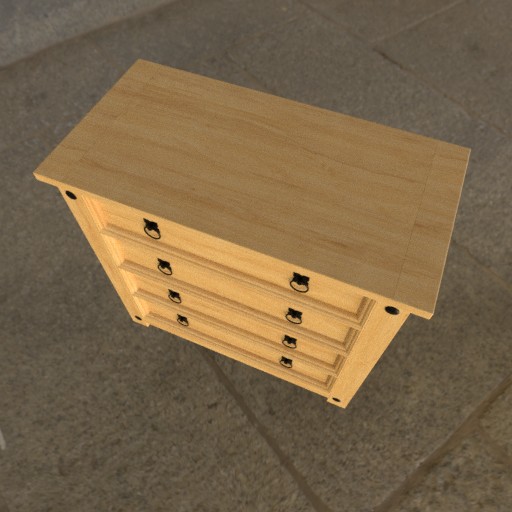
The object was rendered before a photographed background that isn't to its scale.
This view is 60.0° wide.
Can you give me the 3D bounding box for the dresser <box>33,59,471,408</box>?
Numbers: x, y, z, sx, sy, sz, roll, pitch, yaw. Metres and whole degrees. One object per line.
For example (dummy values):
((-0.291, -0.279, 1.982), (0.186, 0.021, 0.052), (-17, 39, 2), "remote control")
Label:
((0.000, 0.000, 1.214), (0.800, 0.730, 0.410), (20, 60, 12), "dresser")
